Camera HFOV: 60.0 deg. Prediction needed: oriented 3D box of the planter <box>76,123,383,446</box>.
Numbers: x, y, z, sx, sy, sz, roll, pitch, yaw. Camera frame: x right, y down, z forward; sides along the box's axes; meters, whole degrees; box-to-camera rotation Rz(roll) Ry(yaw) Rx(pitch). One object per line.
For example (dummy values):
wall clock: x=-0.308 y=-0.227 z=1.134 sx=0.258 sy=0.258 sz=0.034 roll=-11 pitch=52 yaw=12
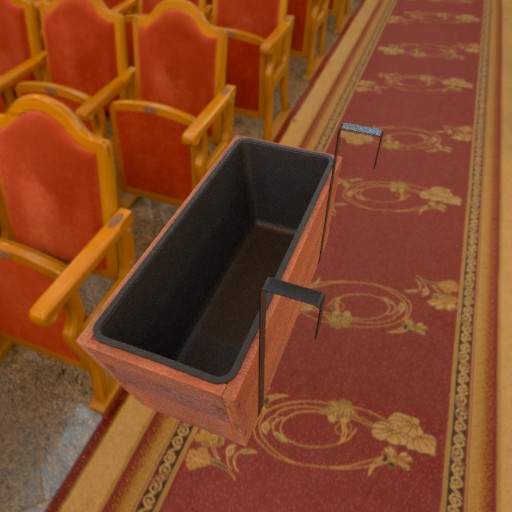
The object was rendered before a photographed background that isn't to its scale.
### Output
planter: x=0.000 y=0.000 z=0.661 sx=0.262 sy=0.289 sz=0.480 roll=16 pitch=48 yaw=14
